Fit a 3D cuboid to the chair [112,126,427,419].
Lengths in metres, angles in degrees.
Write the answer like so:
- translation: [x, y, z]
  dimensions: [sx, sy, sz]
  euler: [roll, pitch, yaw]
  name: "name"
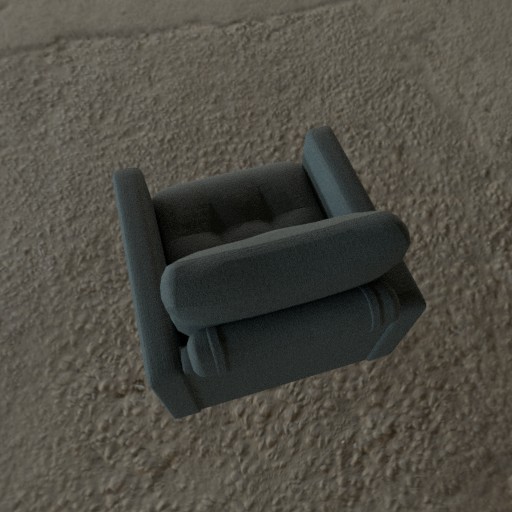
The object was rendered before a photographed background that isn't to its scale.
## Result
- translation: [0.000, 0.000, 1.513]
  dimensions: [0.821, 0.880, 0.843]
  euler: [-14, 60, -8]
  name: "chair"
